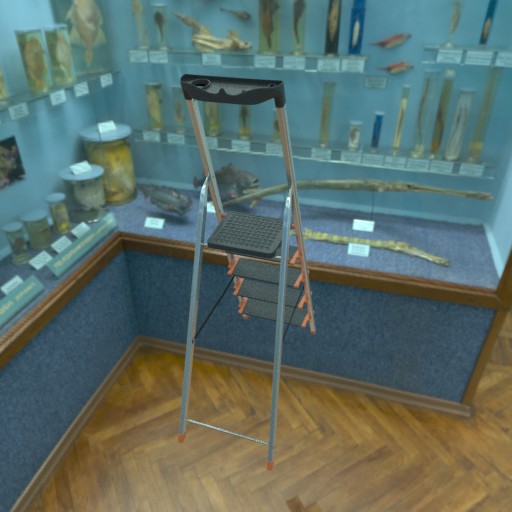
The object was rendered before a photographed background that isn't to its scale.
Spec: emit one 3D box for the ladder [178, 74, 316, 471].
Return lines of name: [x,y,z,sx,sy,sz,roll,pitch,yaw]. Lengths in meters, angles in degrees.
ladder: [0.000,0.000,2.043,0.480,1.646,0.995,10,34,15]
